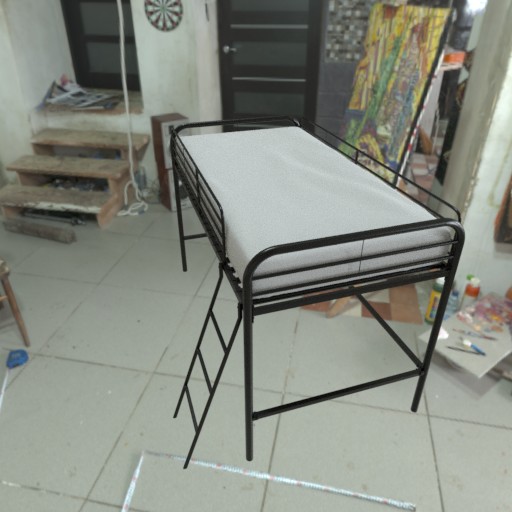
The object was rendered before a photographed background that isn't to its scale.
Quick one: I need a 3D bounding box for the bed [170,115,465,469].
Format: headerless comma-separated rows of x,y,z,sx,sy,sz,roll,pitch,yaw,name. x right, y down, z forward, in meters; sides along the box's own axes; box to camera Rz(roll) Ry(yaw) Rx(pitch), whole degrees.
0.000,0.000,2.910,1.393,1.289,1.968,-10,33,-15,bed
